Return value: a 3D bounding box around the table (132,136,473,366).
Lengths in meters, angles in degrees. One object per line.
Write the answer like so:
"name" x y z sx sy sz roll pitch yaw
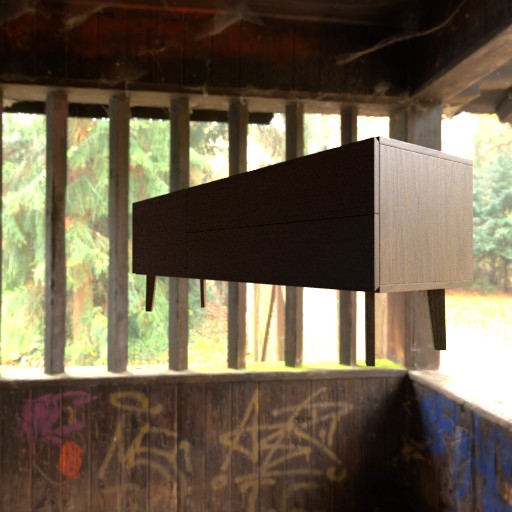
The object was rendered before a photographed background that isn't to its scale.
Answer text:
"table" 0.000 0.000 1.619 0.405 0.508 1.397 0 0 -36
